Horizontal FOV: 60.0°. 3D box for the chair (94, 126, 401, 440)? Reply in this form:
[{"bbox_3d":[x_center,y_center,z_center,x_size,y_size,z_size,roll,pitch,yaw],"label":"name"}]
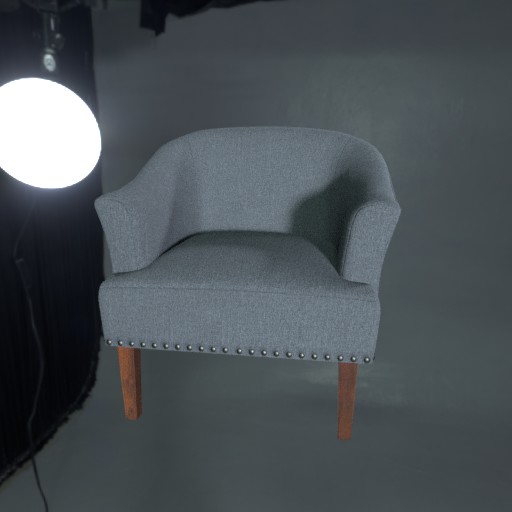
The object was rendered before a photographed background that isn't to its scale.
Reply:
[{"bbox_3d":[0.000,0.000,1.394,0.798,0.815,0.704,2,14,9],"label":"chair"}]
